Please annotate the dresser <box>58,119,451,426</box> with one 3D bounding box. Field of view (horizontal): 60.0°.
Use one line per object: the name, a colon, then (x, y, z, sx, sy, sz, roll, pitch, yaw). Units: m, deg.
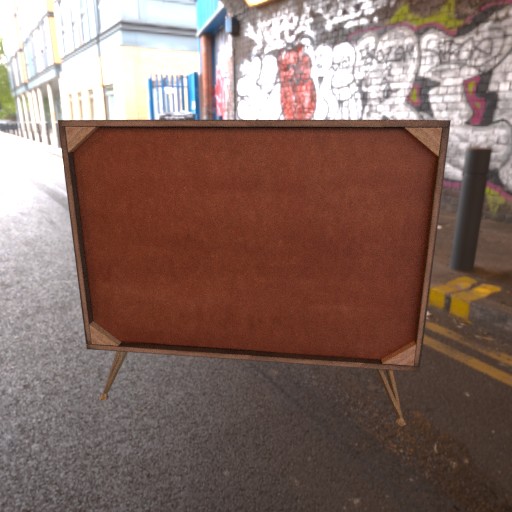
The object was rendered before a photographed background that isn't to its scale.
dresser: (0.000, 0.000, 1.364, 0.923, 0.801, 0.453, 2, 17, 7)
